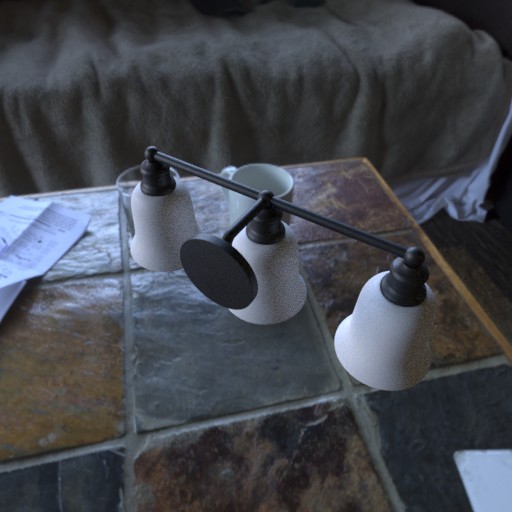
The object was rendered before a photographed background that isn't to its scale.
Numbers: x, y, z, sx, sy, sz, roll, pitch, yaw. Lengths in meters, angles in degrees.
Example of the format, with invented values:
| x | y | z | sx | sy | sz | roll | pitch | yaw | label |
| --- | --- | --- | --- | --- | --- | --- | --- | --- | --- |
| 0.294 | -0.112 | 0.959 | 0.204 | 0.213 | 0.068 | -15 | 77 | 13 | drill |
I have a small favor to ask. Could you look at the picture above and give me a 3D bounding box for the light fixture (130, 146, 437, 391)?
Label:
| x | y | z | sx | sy | sz | roll | pitch | yaw | label |
| --- | --- | --- | --- | --- | --- | --- | --- | --- | --- |
| 0.000 | 0.000 | 0.670 | 0.570 | 0.211 | 0.198 | 24 | 50 | 23 | light fixture |
